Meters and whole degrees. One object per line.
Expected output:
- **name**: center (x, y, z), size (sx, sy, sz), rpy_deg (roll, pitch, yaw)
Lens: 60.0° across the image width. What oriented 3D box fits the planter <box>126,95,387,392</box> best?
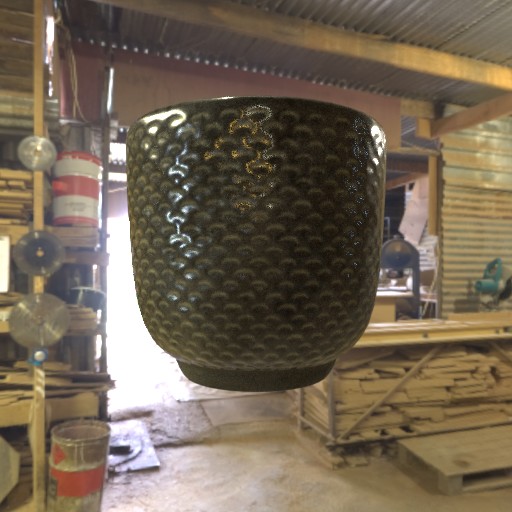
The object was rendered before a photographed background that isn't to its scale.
- **planter**: center (0.000, 0.000, 0.246), size (0.140, 0.129, 0.140), rpy_deg (0, -1, 0)
